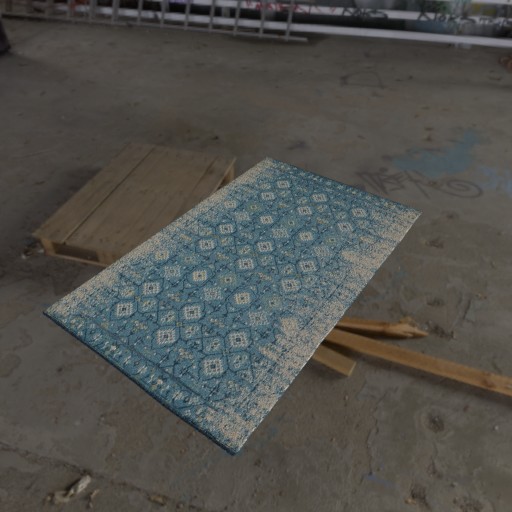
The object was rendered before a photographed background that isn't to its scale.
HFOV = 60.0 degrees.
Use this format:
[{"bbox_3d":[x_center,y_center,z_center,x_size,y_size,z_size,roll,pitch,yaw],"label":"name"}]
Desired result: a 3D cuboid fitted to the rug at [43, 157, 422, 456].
[{"bbox_3d":[0.000,0.000,3.152,1.530,0.015,2.449,26,47,26],"label":"rug"}]
